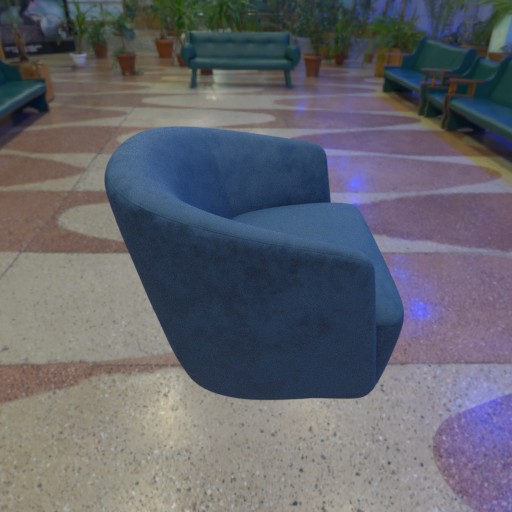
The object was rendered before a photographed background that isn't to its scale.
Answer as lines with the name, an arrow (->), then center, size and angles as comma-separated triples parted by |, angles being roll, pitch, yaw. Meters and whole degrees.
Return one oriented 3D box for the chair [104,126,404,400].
chair -> 0.000, 0.000, 1.358 | 0.767, 0.698, 0.773 | 0, 32, 0
